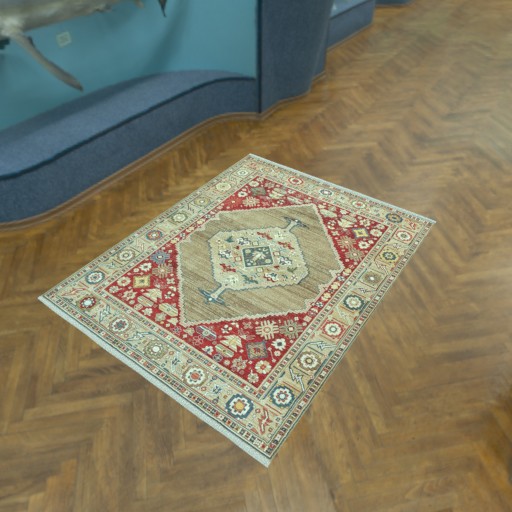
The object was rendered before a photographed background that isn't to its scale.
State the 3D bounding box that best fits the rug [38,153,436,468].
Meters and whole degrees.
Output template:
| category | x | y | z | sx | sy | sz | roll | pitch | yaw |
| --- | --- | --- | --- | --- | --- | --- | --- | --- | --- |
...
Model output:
| category | x | y | z | sx | sy | sz | roll | pitch | yaw |
| --- | --- | --- | --- | --- | --- | --- | --- | --- | --- |
| rug | 0.000 | 0.000 | 4.268 | 2.451 | 0.008 | 3.143 | 26 | 48 | 26 |
